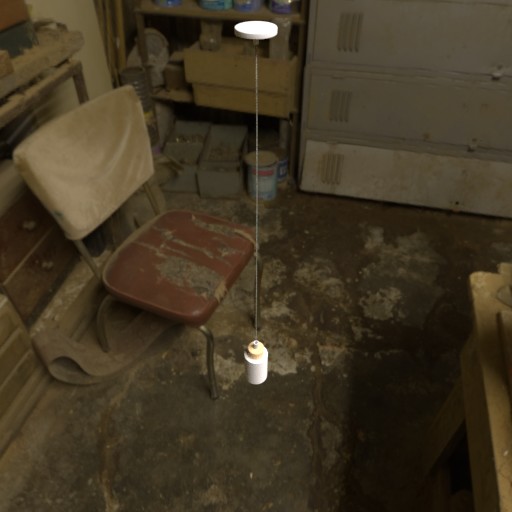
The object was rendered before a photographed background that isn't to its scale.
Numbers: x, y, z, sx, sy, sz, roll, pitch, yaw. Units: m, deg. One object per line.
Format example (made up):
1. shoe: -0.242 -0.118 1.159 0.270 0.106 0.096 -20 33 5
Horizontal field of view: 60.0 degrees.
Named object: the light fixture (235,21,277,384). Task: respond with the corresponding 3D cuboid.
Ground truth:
1. light fixture: 0.000 0.000 1.893 0.125 1.798 0.125 11 43 12
